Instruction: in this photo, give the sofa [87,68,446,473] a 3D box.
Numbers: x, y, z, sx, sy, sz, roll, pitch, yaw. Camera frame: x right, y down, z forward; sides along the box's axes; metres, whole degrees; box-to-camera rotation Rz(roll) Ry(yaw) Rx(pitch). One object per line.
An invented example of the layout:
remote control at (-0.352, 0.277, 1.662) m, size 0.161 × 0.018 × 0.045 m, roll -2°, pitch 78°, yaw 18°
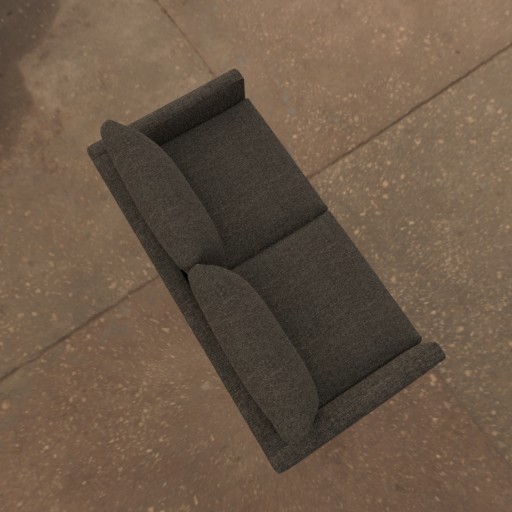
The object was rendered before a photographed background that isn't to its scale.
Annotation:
sofa at (0.000, 0.000, 2.161) m, size 0.866 × 0.862 × 1.716 m, roll -31°, pitch 77°, yaw -8°
